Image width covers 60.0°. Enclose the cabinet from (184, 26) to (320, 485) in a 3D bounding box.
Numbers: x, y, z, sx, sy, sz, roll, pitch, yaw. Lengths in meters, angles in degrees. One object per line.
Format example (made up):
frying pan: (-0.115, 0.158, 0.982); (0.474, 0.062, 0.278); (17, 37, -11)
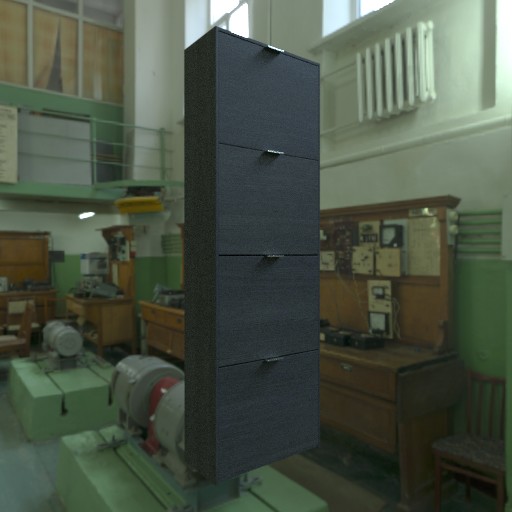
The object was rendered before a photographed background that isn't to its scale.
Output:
cabinet: (0.000, 0.000, 1.812); (0.520, 1.630, 0.255); (0, 0, -37)
